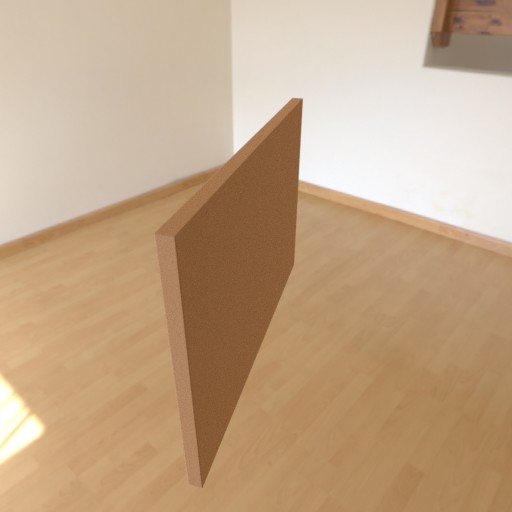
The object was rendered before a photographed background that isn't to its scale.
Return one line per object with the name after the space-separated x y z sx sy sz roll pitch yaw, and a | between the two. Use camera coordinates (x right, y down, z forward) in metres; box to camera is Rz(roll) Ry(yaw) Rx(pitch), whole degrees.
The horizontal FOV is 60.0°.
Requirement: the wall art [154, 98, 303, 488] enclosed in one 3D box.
0.000 0.000 1.157 0.033 0.608 0.915 9 33 14 | wall art
